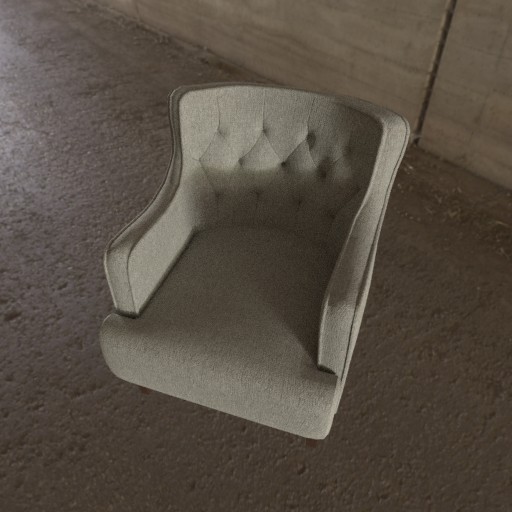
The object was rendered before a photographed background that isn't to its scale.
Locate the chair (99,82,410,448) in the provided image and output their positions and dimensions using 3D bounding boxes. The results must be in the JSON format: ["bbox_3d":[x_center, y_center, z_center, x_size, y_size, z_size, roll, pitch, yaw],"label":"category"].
[{"bbox_3d":[0.000,0.000,1.547,0.820,0.920,0.910,13,44,14],"label":"chair"}]
